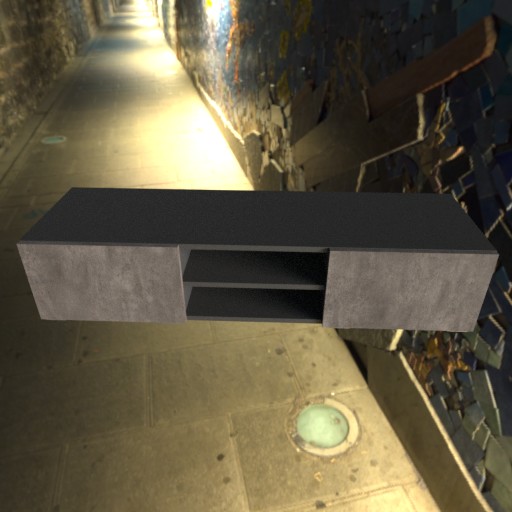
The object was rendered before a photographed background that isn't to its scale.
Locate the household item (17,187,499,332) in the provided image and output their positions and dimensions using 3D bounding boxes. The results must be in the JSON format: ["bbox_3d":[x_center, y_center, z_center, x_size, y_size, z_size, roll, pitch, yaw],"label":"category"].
[{"bbox_3d":[0.000,0.000,1.541,1.400,0.310,0.420,1,32,2],"label":"household item"}]
